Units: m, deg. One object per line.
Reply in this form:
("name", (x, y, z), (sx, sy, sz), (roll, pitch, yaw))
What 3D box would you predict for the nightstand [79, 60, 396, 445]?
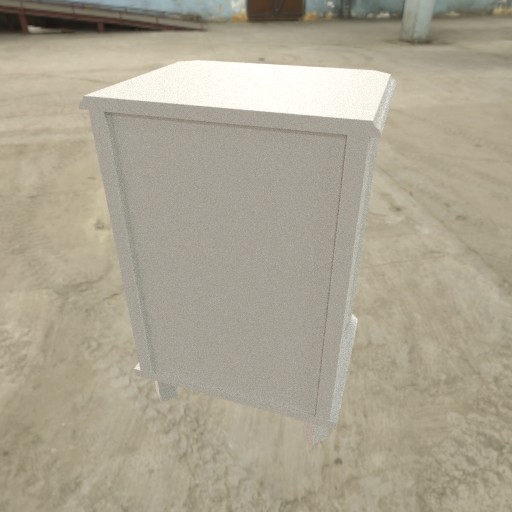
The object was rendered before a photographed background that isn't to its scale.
("nightstand", (0.000, 0.000, 0.910), (0.435, 0.681, 0.351), (10, 34, 15))
